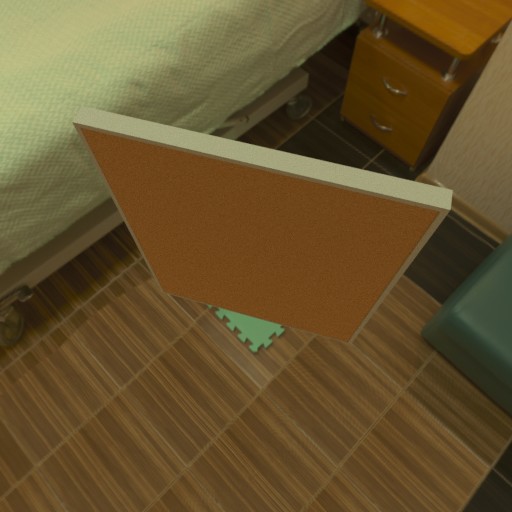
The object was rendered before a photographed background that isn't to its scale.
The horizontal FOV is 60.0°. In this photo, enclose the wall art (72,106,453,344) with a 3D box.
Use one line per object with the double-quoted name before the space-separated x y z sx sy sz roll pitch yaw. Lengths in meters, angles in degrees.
"wall art" 0.000 0.000 1.044 0.611 0.763 0.055 14 65 7
